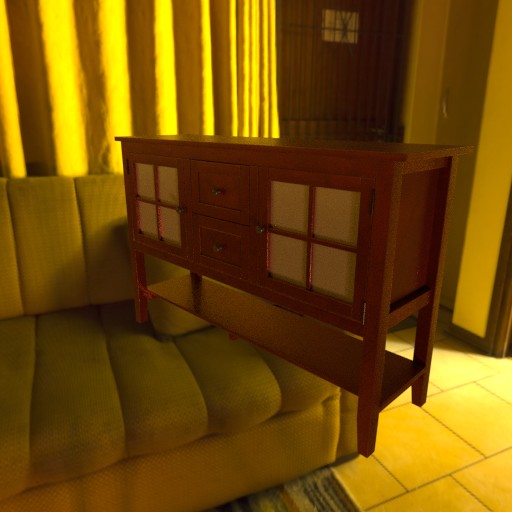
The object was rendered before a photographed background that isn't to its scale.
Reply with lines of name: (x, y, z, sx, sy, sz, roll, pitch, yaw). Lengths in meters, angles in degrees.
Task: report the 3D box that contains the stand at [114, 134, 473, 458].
stand: (0.000, 0.000, 1.725, 0.410, 0.872, 1.362, -16, 24, -42)
